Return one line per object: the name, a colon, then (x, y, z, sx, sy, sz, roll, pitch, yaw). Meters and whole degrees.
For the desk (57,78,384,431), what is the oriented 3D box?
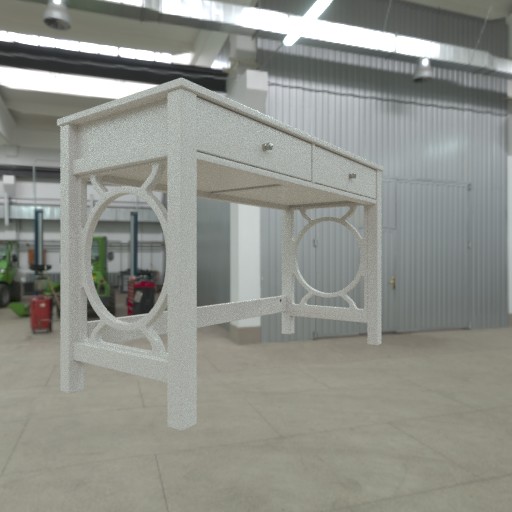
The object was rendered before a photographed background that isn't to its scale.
desk: (0.000, 0.000, 1.566, 0.504, 0.762, 1.191, 0, 0, 36)
